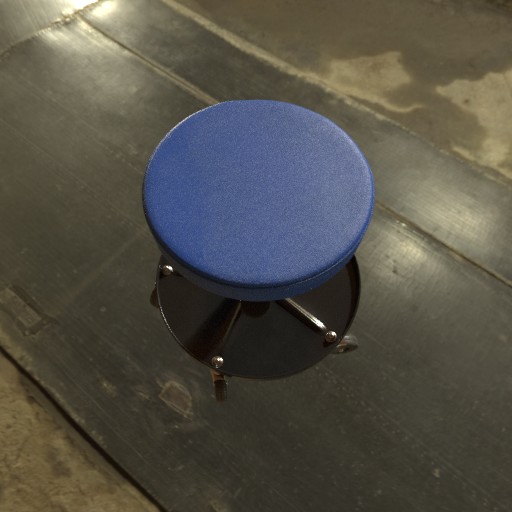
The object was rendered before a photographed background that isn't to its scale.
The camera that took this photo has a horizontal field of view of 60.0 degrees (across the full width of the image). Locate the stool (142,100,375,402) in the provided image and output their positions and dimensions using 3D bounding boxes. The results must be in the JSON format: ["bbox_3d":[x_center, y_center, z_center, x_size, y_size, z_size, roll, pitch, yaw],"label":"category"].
[{"bbox_3d":[0.000,0.000,0.673,0.381,0.365,0.382,1,63,0],"label":"stool"}]
